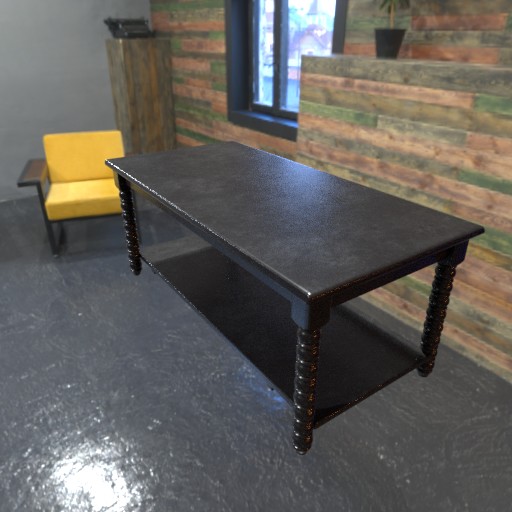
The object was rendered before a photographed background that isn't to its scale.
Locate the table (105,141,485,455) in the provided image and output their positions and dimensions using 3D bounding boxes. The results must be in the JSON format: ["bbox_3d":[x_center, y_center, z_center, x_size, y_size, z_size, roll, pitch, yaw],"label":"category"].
[{"bbox_3d":[0.000,0.000,1.482,0.580,0.487,1.171,-17,32,-31],"label":"table"}]
